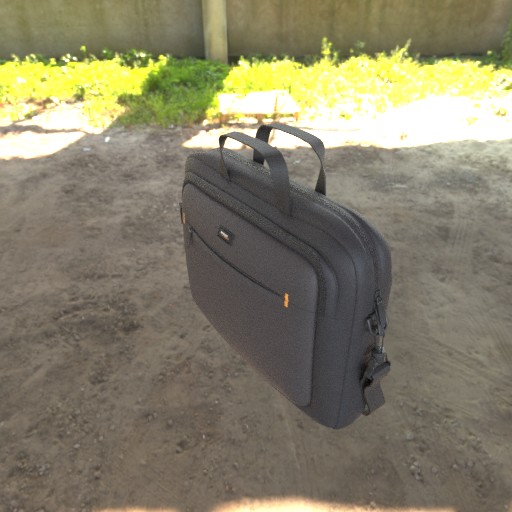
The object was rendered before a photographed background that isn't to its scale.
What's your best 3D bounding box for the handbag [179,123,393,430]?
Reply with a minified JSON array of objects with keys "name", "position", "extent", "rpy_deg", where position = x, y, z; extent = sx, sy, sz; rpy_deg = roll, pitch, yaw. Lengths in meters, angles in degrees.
[{"name":"handbag","position":[0.000,0.000,0.593],"extent":[0.126,0.330,0.429],"rpy_deg":[-21,38,-30]}]
